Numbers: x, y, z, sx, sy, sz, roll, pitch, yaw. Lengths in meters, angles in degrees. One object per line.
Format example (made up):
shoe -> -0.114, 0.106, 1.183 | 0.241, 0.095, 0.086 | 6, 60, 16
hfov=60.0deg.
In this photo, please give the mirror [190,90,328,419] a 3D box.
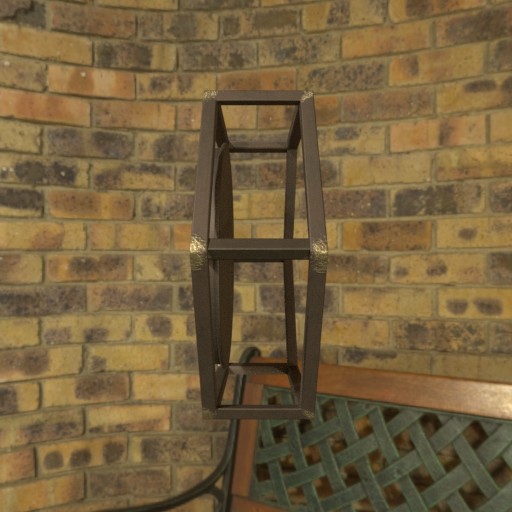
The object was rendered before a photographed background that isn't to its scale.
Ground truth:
mirror -> 0.000, 0.000, 0.548 | 0.119, 0.334, 0.380 | 0, -1, 0
